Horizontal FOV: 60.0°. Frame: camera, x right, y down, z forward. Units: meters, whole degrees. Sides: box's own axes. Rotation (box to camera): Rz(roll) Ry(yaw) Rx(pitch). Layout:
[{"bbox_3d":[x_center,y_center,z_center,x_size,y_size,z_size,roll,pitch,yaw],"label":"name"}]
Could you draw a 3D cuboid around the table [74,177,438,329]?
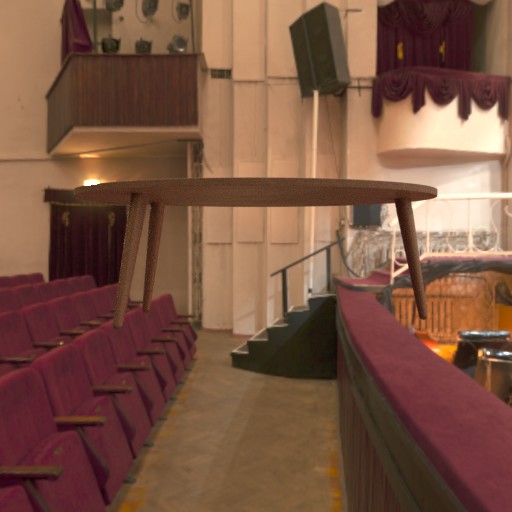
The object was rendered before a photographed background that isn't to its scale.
[{"bbox_3d":[0.000,0.000,1.350,1.083,0.390,0.542,0,1,0],"label":"table"}]
